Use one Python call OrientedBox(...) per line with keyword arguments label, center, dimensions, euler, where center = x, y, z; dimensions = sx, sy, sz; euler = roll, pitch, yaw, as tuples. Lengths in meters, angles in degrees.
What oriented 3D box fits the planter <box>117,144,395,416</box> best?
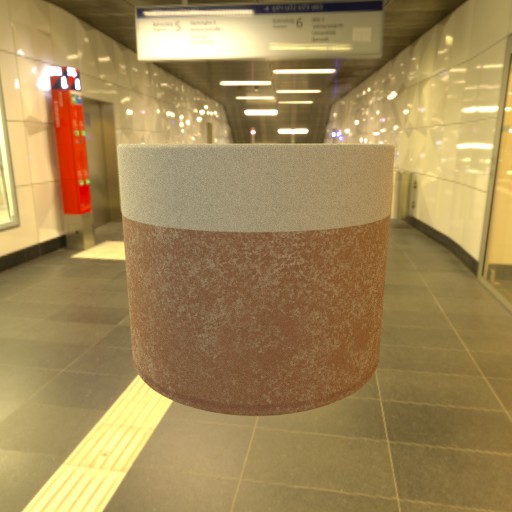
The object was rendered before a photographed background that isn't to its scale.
OrientedBox(label="planter", center=(0.000, 0.000, 0.281), dimensions=(0.159, 0.138, 0.159), euler=(0, 14, 0))
